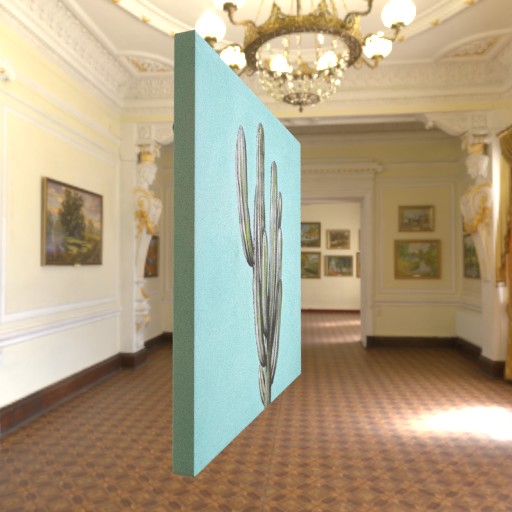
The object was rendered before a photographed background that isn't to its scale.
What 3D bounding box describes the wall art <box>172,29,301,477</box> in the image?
[{"bbox_3d":[0.000,0.000,1.571,0.070,1.073,1.071,0,-1,19],"label":"wall art"}]
